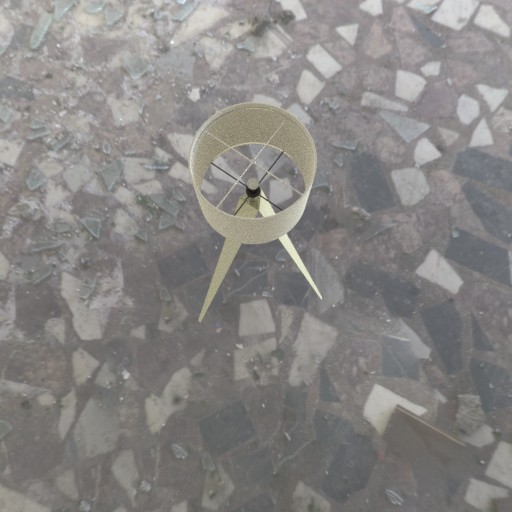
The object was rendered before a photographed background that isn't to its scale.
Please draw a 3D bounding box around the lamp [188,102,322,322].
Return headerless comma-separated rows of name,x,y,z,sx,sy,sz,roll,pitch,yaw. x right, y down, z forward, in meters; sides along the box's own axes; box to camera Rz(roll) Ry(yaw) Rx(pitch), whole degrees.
lamp,0.000,0.000,1.914,0.724,1.524,0.716,35,78,8
